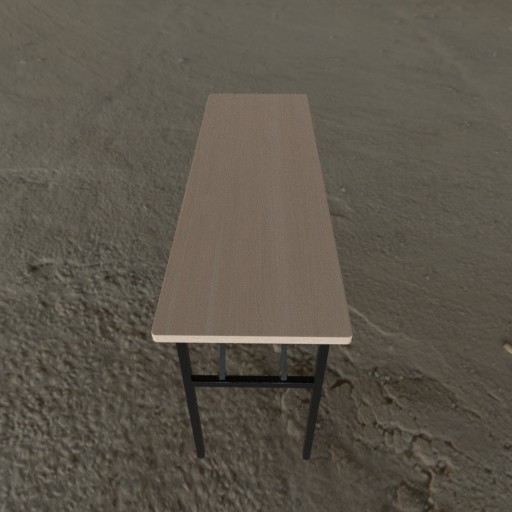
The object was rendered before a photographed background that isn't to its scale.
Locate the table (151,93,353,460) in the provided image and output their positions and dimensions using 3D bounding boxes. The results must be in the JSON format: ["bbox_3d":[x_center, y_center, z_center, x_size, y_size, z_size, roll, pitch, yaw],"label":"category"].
[{"bbox_3d":[0.000,0.000,1.748,0.447,0.750,1.397,1,41,1],"label":"table"}]
